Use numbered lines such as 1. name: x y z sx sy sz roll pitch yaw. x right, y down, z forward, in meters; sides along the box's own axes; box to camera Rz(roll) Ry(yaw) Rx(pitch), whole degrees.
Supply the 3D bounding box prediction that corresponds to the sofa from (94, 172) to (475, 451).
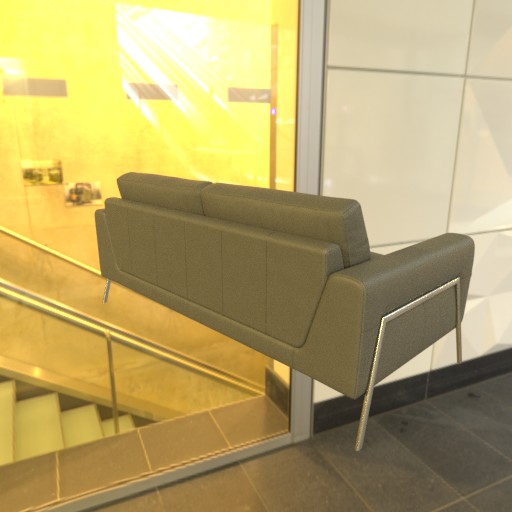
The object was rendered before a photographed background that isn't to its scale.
1. sofa: 0.000 0.000 2.488 0.953 0.875 2.017 -15 21 -42
